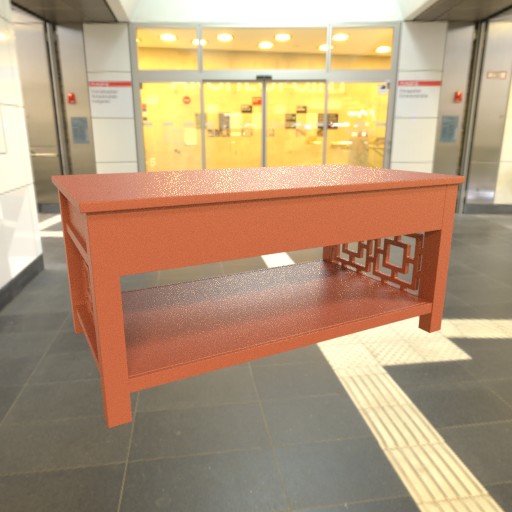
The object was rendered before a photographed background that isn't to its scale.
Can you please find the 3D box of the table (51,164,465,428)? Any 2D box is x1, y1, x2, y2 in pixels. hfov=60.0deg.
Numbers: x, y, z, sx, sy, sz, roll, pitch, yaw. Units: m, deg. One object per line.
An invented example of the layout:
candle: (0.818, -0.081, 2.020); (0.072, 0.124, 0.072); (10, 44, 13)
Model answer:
table: (0.000, 0.000, 1.381); (1.068, 0.493, 0.612); (-8, 18, -27)
